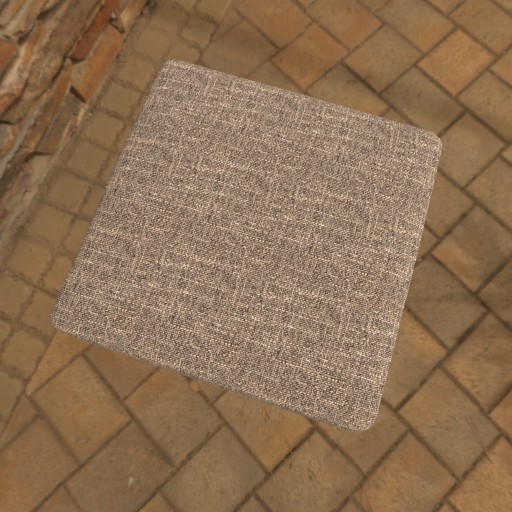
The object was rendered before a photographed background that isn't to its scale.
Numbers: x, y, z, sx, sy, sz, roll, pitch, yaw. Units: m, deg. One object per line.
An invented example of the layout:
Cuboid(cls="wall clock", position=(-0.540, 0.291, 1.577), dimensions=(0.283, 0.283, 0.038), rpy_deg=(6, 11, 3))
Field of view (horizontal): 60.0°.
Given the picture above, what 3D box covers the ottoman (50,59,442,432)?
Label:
Cuboid(cls="ottoman", position=(0.000, 0.000, 0.892), dimensions=(0.521, 0.453, 0.512), rpy_deg=(17, 76, 5))
